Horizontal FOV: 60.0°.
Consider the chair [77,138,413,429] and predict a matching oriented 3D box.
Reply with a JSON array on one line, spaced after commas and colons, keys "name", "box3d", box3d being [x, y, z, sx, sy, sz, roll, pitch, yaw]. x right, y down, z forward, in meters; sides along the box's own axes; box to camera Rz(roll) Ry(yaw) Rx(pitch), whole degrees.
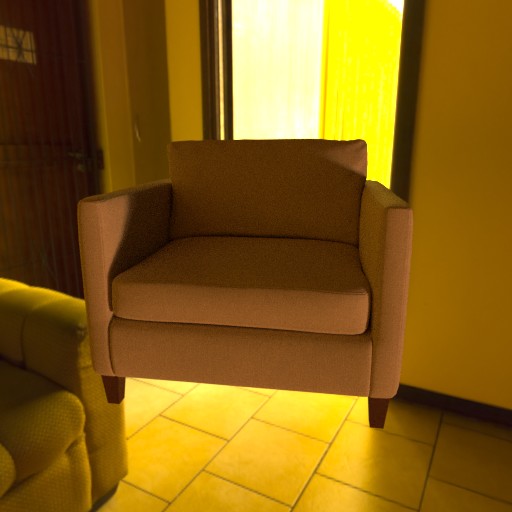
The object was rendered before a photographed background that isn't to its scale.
[{"name": "chair", "box3d": [0.000, 0.000, 1.865, 1.107, 0.961, 0.959, 2, 15, 9]}]
